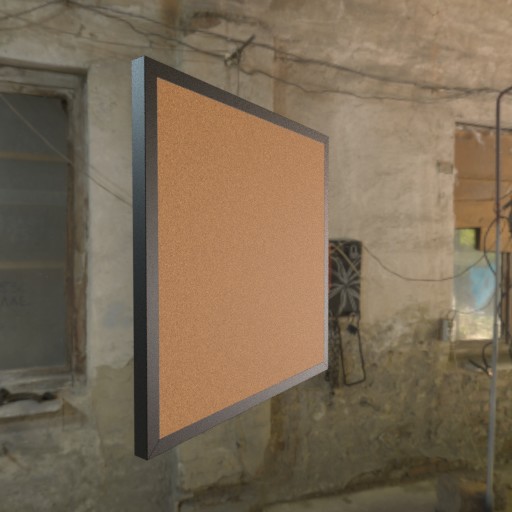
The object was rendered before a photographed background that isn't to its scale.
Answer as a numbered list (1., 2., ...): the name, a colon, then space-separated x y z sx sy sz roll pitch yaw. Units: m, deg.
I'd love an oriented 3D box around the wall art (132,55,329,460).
1. wall art: 0.000 0.000 1.157 0.038 0.765 0.765 1 2 36
